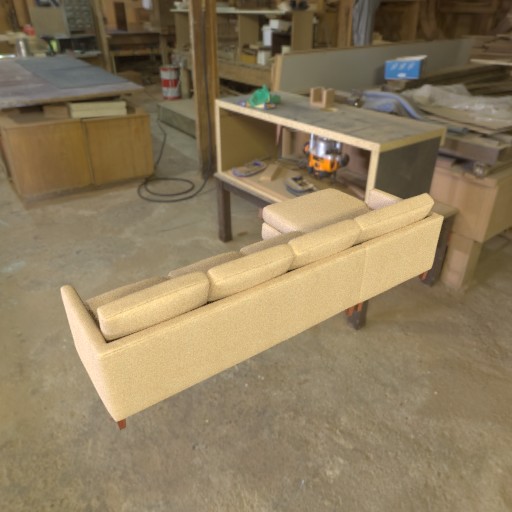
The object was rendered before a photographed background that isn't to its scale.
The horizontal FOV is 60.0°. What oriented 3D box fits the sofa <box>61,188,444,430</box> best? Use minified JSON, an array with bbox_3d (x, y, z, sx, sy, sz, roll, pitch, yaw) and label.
[{"bbox_3d":[0.000,0.000,3.894,3.201,0.876,1.502,-20,36,-29],"label":"sofa"}]
